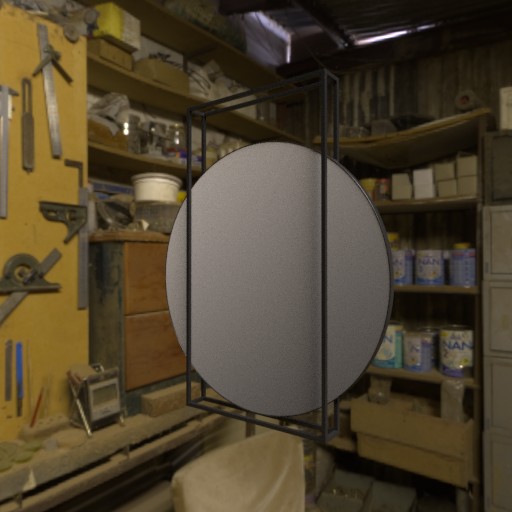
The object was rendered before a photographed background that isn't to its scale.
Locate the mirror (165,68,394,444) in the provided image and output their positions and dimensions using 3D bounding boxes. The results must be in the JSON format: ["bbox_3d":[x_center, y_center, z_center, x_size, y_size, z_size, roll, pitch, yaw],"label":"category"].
[{"bbox_3d":[0.000,0.000,0.826,0.508,0.603,0.051,0,-1,37],"label":"mirror"}]
